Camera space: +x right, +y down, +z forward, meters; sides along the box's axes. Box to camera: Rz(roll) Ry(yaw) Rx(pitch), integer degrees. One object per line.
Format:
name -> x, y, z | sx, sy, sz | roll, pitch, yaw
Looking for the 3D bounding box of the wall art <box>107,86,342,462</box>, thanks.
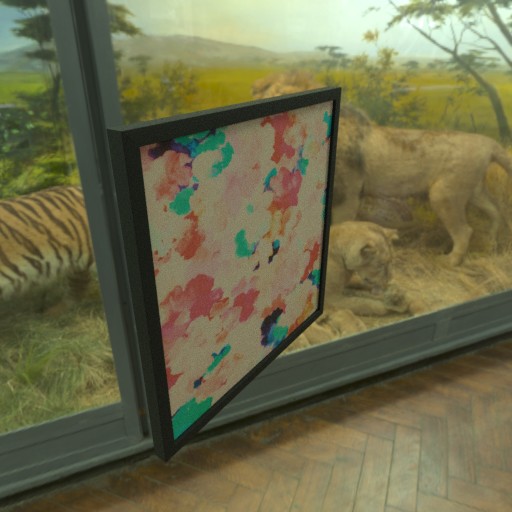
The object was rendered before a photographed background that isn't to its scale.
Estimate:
wall art -> 0.000, 0.000, 0.460 | 0.015, 0.304, 0.306 | 18, 32, 32
